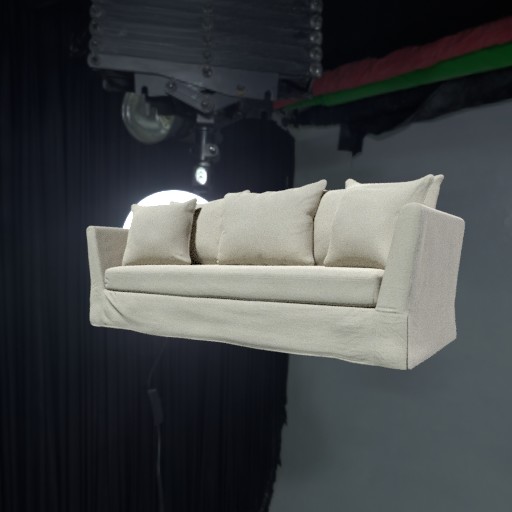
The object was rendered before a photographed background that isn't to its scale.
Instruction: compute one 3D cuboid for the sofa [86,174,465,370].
[{"bbox_3d":[0.000,0.000,3.067,2.499,1.047,1.046,0,0,35],"label":"sofa"}]
